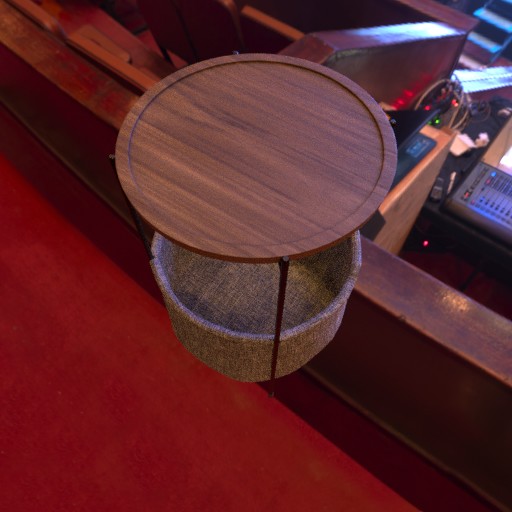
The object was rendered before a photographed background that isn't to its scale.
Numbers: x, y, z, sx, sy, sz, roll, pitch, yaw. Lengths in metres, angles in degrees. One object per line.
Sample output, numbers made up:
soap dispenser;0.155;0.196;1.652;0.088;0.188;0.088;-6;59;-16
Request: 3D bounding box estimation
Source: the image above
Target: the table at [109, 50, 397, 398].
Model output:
table;0.000;0.000;0.879;0.400;0.623;0.400;31;63;17
